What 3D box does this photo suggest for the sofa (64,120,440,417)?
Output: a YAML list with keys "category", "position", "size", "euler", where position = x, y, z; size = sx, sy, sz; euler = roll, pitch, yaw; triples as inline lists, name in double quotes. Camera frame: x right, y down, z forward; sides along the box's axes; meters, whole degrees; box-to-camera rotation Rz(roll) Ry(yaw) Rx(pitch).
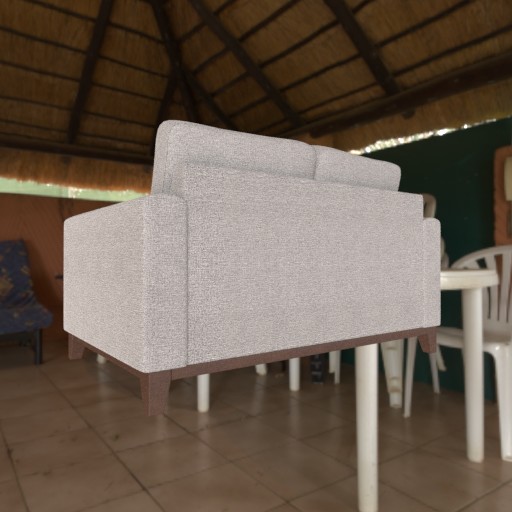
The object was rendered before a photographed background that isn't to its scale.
- category: "sofa"
  position: [0.000, 0.000, 1.962]
  size: [1.420, 0.873, 0.917]
  euler: [0, 0, -36]
